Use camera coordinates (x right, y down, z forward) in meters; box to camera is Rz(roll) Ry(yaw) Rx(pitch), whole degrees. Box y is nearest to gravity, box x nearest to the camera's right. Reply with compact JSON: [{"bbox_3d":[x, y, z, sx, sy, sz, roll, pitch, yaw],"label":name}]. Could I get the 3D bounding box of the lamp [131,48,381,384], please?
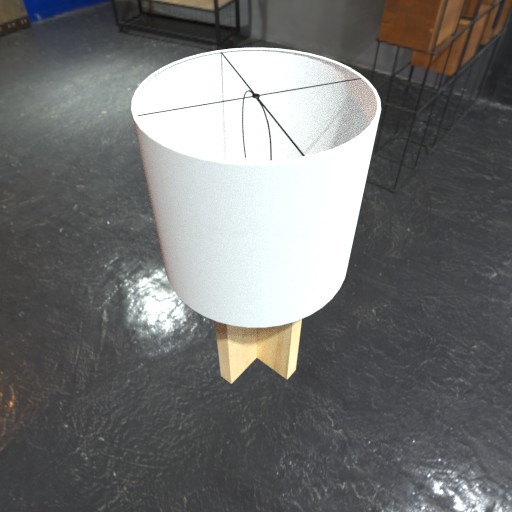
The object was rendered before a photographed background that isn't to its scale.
[{"bbox_3d":[0.000,0.000,0.563,0.229,0.428,0.229,31,53,27],"label":"lamp"}]
